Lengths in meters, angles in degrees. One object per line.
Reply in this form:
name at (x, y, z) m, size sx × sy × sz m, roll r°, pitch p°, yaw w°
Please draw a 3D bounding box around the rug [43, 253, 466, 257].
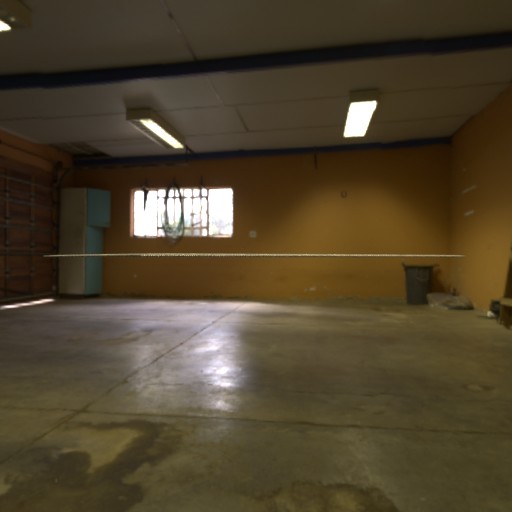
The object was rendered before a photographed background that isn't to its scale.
rug at (0.000, 0.000, 2.864) m, size 2.214 × 0.013 × 1.609 m, roll 0°, pitch 0°, yaw -37°
